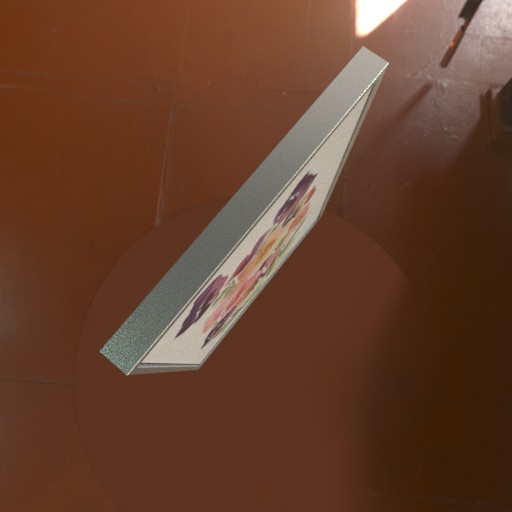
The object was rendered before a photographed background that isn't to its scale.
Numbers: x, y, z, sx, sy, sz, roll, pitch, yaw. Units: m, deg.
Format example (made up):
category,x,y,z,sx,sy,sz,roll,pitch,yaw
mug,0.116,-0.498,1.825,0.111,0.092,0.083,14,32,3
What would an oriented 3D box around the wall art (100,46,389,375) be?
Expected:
category,x,y,z,sx,sy,sz,roll,pitch,yaw
wall art,0.000,0.000,0.746,0.038,0.549,0.452,38,79,9
